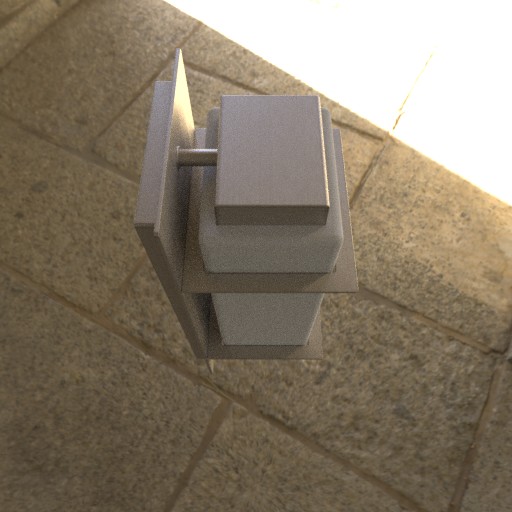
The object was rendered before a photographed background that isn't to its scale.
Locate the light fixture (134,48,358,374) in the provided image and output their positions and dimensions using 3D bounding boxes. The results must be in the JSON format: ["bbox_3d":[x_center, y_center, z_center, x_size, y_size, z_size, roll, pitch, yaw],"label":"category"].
[{"bbox_3d":[0.000,0.000,0.474,0.160,0.380,0.168,0,63,0],"label":"light fixture"}]
